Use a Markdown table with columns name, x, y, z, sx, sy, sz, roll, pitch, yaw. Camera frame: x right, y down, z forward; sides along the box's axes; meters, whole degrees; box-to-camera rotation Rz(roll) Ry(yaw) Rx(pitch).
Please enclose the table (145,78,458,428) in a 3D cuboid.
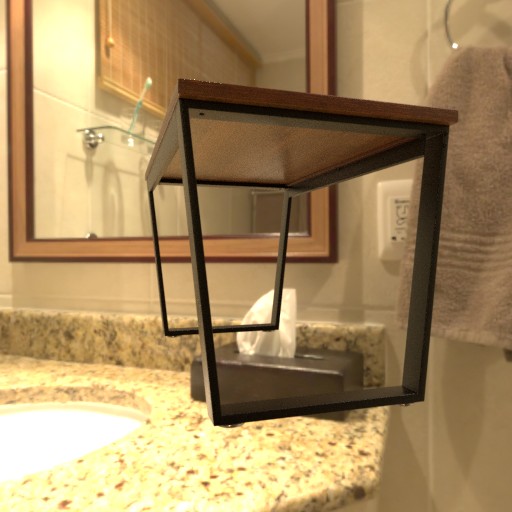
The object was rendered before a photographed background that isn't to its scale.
| name | x | y | z | sx | sy | sz | roll | pitch | yaw |
| --- | --- | --- | --- | --- | --- | --- | --- | --- | --- |
| table | 0.000 | 0.000 | 1.610 | 0.714 | 0.760 | 1.205 | 0 | 1 | -17 |
